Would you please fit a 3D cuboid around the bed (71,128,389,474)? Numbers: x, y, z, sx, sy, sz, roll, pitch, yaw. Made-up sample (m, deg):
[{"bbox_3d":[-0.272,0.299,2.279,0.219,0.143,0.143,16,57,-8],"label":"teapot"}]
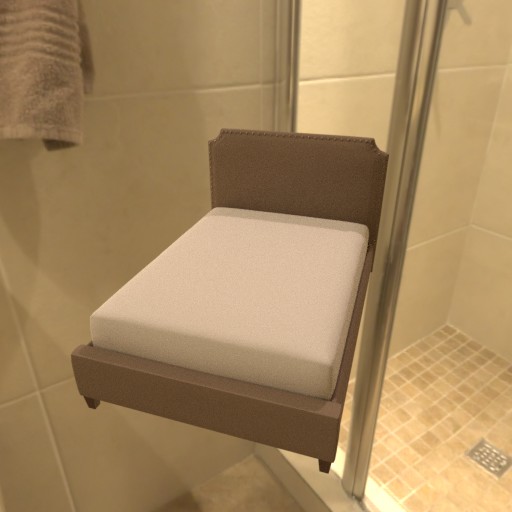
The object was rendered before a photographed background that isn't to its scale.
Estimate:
[{"bbox_3d":[0.000,0.000,3.416,1.713,1.443,2.372,8,28,16],"label":"bed"}]
